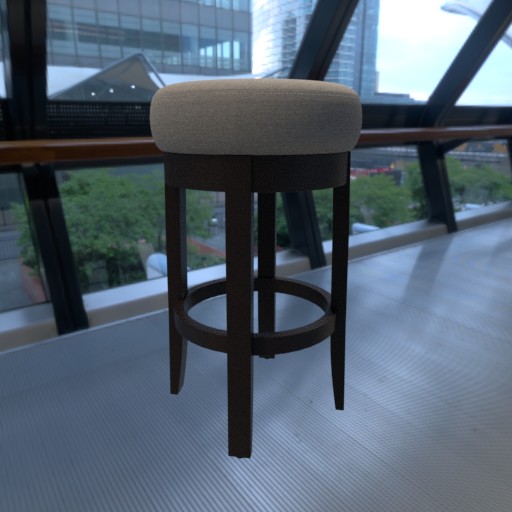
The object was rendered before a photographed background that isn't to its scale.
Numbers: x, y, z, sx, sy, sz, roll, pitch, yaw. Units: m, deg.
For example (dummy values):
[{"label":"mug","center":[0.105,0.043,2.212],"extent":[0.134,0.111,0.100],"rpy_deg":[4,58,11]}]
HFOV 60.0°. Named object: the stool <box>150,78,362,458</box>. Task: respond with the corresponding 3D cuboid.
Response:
[{"label":"stool","center":[0.000,0.000,1.032],"extent":[0.443,0.757,0.443],"rpy_deg":[0,16,0]}]
